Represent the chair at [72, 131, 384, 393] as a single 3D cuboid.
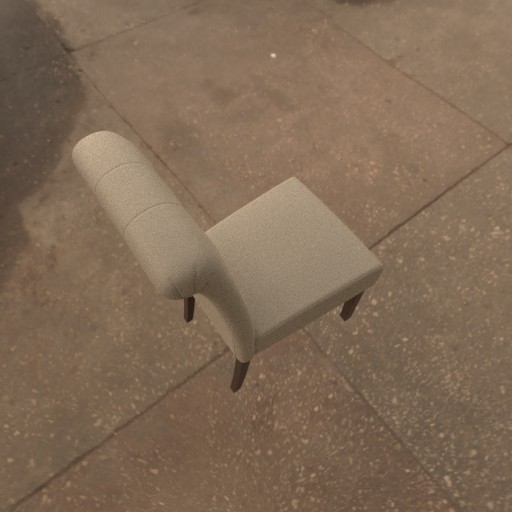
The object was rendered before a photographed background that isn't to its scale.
[{"bbox_3d":[0.000,0.000,1.322,0.671,1.006,0.456,-31,64,-17],"label":"chair"}]
